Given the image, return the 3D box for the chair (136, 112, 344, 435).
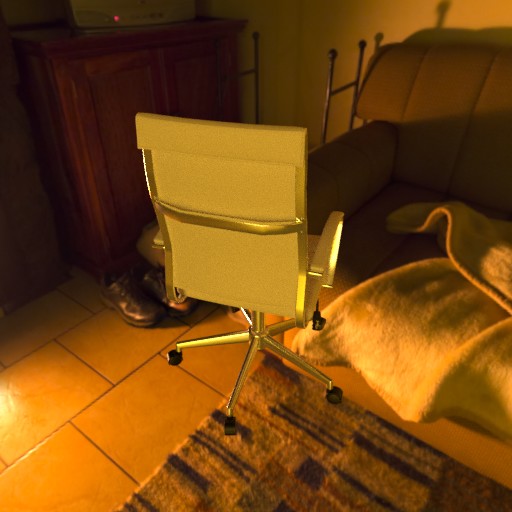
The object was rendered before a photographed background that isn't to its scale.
[{"bbox_3d":[0.000,0.000,1.619,0.766,1.149,0.739,10,34,15],"label":"chair"}]
